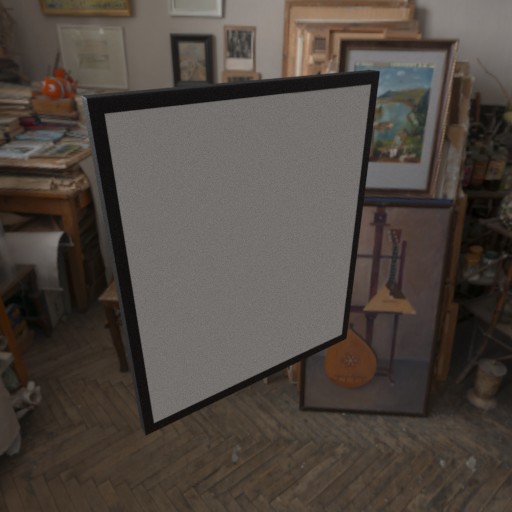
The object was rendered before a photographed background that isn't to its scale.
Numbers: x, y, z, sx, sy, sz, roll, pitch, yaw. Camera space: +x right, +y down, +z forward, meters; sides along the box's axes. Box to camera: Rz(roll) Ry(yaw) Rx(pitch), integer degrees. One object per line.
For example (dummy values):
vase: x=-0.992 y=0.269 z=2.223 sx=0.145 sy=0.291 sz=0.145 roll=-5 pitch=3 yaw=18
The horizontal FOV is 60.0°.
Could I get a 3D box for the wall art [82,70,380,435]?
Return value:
wall art: x=0.000 y=0.000 z=0.688 sx=0.430 sy=0.509 sz=0.021 roll=-18 pitch=33 yaw=-29
